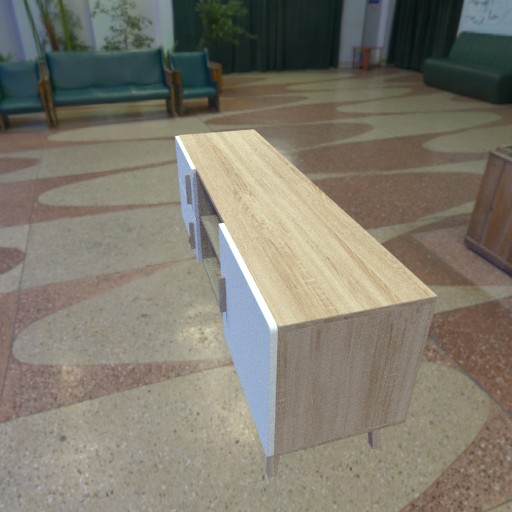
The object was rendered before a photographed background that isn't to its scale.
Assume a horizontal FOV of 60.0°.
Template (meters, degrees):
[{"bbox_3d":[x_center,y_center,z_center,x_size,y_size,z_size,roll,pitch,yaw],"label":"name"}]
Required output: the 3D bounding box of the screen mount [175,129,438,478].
[{"bbox_3d":[0.000,0.000,1.718,0.420,0.570,1.500,-8,32,-14],"label":"screen mount"}]
